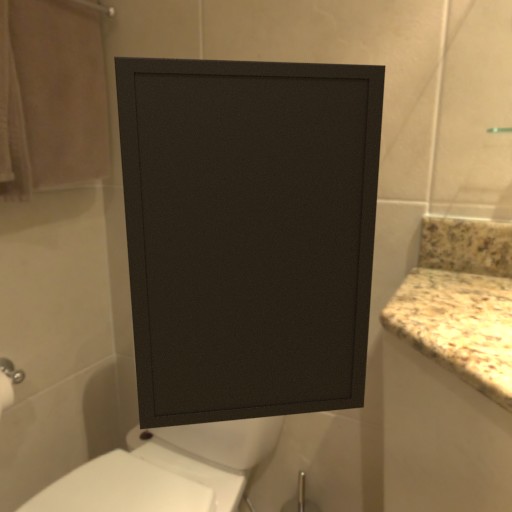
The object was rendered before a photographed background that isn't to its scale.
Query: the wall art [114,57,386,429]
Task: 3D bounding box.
[{"bbox_3d":[0.000,0.000,0.811,0.451,0.661,0.012,-2,14,-9],"label":"wall art"}]
